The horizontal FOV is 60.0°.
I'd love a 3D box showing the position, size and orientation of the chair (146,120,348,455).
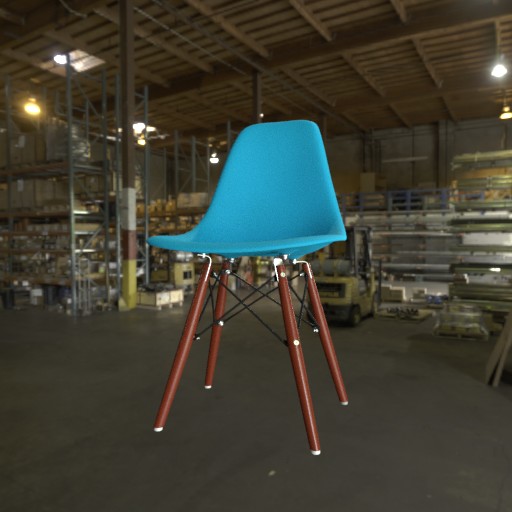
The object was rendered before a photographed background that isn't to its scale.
[{"bbox_3d":[0.000,0.000,1.157,0.470,0.826,0.533,0,2,18],"label":"chair"}]
